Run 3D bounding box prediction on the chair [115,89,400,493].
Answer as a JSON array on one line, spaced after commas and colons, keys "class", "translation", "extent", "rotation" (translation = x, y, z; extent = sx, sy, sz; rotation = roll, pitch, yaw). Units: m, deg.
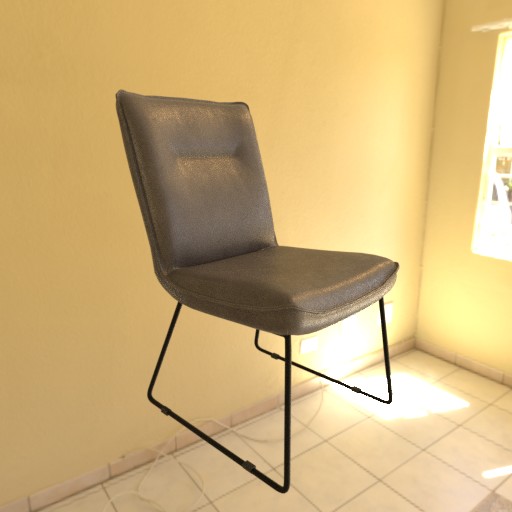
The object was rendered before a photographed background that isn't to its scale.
[{"class": "chair", "translation": [0.000, 0.000, 1.301], "extent": [0.688, 0.932, 0.515], "rotation": [13, 19, 42]}]
